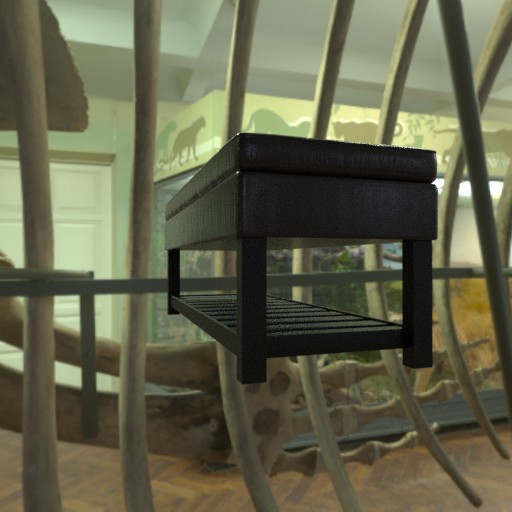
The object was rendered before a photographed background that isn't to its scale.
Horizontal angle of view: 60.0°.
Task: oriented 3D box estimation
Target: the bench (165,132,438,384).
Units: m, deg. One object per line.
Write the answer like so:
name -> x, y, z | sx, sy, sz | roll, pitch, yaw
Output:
bench -> 0.000, 0.000, 1.348 | 0.432, 0.460, 1.105 | 0, -1, -18
